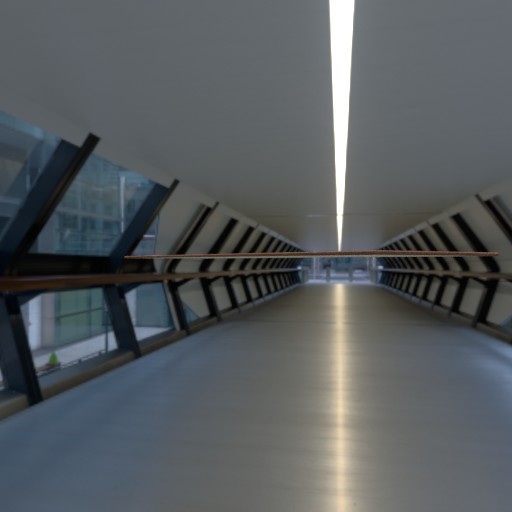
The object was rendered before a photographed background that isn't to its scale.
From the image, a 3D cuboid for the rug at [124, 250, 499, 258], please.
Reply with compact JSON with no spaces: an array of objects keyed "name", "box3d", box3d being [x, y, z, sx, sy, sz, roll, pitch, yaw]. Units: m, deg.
[{"name":"rug","box3d":[0.000,0.000,2.615,0.764,0.017,2.439,0,-1,-35]}]
